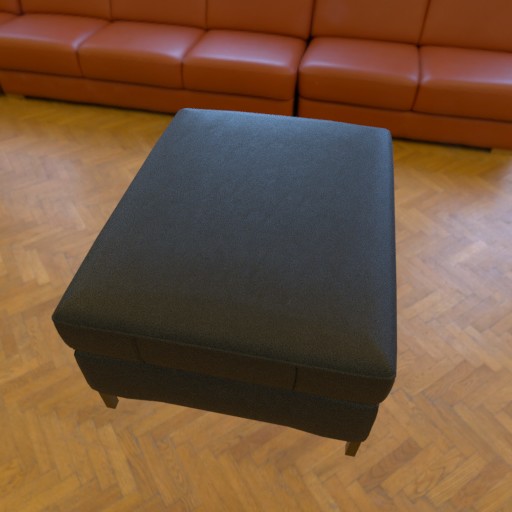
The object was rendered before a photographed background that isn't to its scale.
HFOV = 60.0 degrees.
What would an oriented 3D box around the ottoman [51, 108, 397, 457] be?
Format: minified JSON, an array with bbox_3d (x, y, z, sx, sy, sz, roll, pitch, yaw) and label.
[{"bbox_3d":[0.000,0.000,1.752,0.967,0.696,1.187,8,48,8],"label":"ottoman"}]
